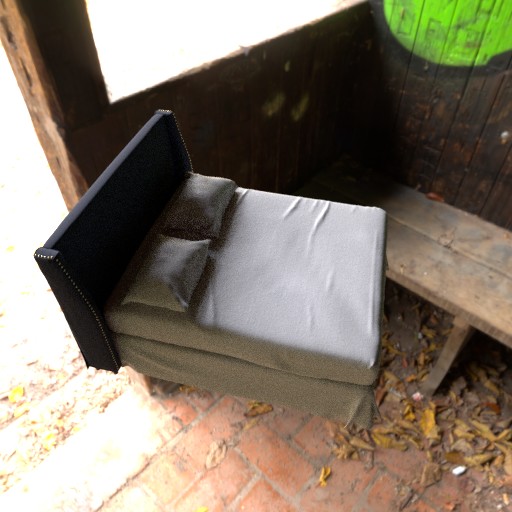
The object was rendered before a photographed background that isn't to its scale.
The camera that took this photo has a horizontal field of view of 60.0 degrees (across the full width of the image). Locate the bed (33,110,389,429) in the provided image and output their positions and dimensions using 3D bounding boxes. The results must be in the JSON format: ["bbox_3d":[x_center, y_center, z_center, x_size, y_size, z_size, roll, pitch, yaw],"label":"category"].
[{"bbox_3d":[0.000,0.000,3.519,2.276,1.332,1.925,10,46,10],"label":"bed"}]
